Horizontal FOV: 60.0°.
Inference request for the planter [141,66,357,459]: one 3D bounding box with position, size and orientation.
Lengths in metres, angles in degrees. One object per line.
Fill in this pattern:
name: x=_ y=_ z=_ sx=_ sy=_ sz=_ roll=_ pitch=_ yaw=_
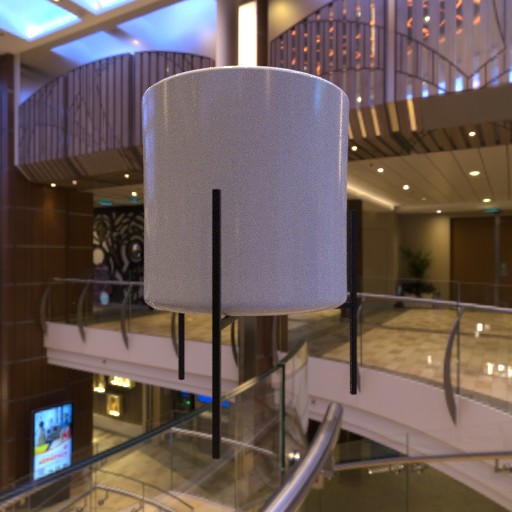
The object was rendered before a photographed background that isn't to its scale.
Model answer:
planter: x=0.000 y=0.000 z=0.722 sx=0.361 sy=0.480 sz=0.360 roll=0 pitch=0 yaw=-16
